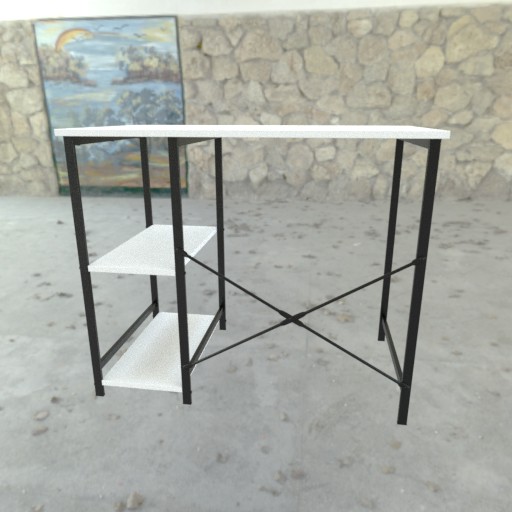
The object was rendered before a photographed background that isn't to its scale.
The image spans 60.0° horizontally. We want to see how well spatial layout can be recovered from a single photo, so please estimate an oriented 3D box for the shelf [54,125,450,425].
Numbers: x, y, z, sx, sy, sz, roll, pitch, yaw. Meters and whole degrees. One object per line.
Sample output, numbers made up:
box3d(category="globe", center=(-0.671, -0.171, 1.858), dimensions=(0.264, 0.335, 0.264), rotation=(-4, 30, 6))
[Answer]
box3d(category="shelf", center=(0.000, 0.000, 1.343), dimensions=(0.902, 0.750, 0.498), rotation=(3, 18, 8))
